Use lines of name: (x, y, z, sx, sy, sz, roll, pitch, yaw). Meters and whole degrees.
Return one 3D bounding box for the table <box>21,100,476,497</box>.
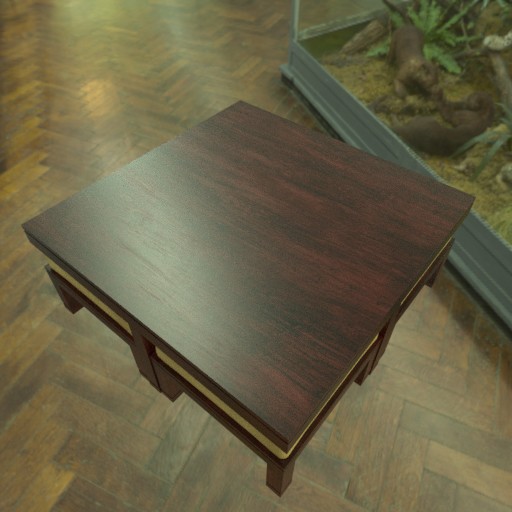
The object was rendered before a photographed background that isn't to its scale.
table: (0.000, 0.000, 1.315, 0.865, 0.356, 0.865, 31, 54, 26)
